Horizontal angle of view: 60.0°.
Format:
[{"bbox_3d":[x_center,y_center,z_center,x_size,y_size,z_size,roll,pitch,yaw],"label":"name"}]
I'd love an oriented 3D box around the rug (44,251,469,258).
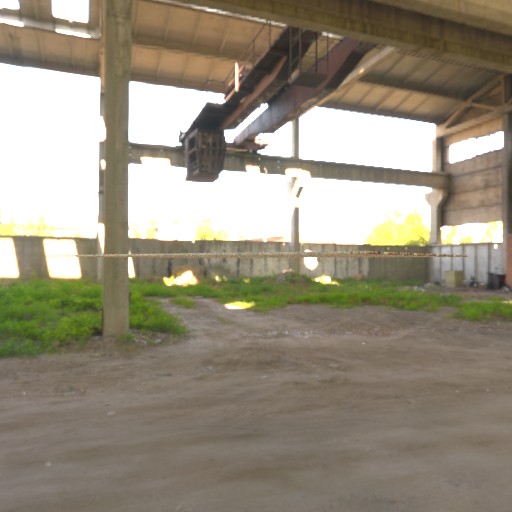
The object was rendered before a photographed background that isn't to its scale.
[{"bbox_3d":[0.000,0.000,2.219,1.730,0.009,1.278,0,-1,37],"label":"rug"}]
